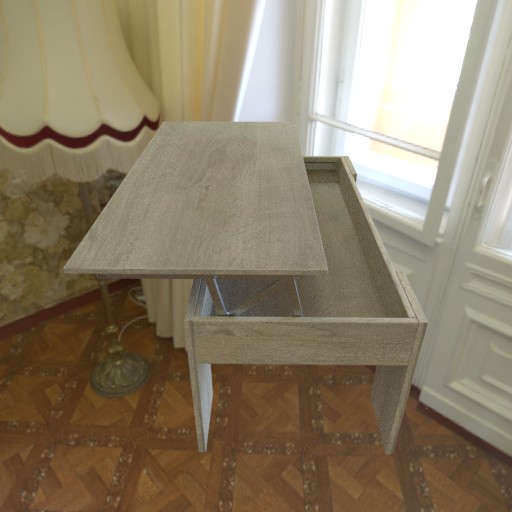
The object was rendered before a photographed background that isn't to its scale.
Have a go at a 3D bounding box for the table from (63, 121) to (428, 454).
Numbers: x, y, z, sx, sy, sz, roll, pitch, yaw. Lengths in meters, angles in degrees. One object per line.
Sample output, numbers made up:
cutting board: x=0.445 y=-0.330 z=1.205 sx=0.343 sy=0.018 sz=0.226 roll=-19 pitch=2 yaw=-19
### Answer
table: x=0.000 y=0.000 z=1.402 sx=0.711 sy=0.570 sz=1.000 roll=0 pitch=32 yaw=1
